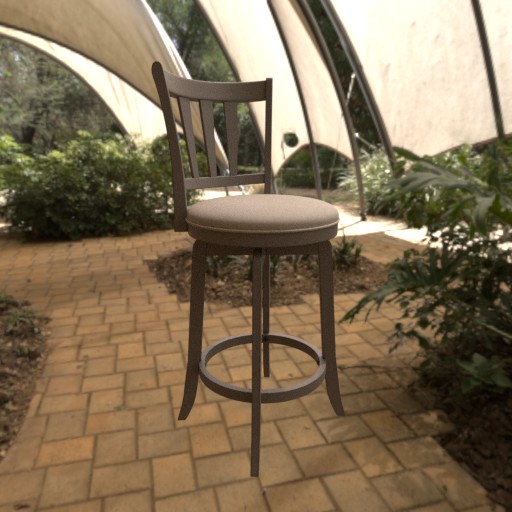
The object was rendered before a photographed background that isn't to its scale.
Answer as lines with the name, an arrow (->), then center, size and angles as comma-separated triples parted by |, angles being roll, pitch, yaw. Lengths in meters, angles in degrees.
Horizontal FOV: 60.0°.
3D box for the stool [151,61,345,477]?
stool -> 0.000, 0.000, 1.272 | 0.436, 1.023, 0.475 | -13, 20, -42
